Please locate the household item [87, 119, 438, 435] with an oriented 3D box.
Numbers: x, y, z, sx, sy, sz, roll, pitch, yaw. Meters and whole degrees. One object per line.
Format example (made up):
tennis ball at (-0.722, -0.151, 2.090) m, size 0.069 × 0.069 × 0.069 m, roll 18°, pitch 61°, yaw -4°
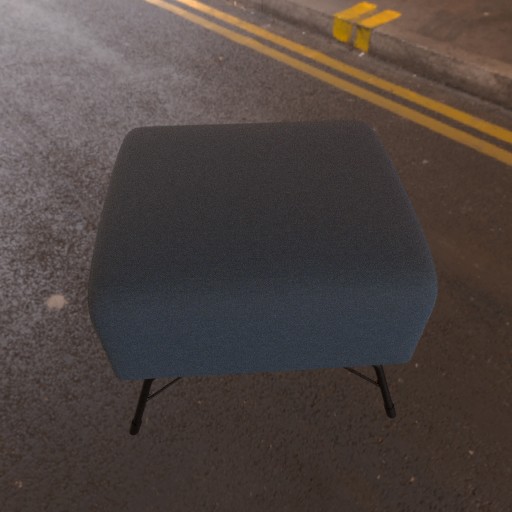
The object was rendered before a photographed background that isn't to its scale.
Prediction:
household item at (0.000, 0.000, 0.901) m, size 0.530 × 0.420 × 0.530 m, roll -3°, pitch 47°, yaw -3°
